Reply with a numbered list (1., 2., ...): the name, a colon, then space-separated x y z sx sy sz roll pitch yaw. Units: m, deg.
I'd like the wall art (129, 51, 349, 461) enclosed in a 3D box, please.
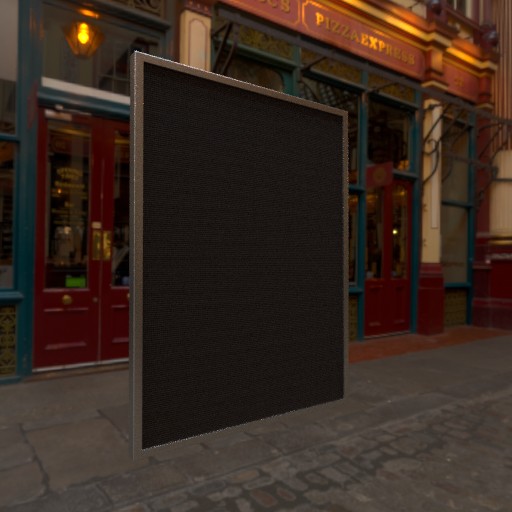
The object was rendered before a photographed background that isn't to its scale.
1. wall art: 0.000 0.000 1.394 0.801 1.062 0.037 1 -1 -36
